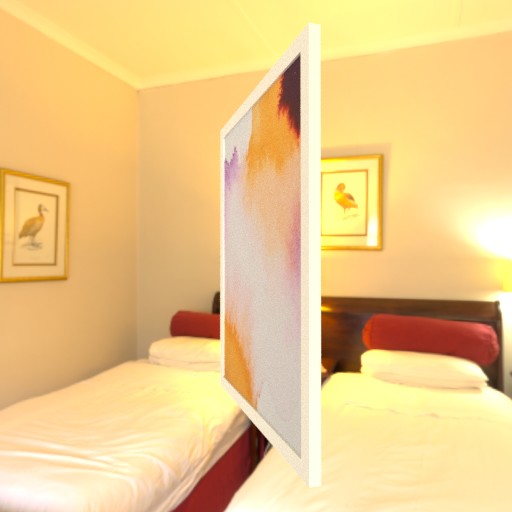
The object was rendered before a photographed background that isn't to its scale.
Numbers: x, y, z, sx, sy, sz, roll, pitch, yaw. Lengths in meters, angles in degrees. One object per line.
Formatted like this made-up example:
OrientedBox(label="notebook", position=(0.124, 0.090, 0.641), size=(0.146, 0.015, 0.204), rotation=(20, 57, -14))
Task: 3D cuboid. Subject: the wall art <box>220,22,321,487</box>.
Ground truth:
OrientedBox(label="wall art", position=(0.000, 0.000, 0.618), size=(0.013, 0.456, 0.382), rotation=(0, -1, -18))
